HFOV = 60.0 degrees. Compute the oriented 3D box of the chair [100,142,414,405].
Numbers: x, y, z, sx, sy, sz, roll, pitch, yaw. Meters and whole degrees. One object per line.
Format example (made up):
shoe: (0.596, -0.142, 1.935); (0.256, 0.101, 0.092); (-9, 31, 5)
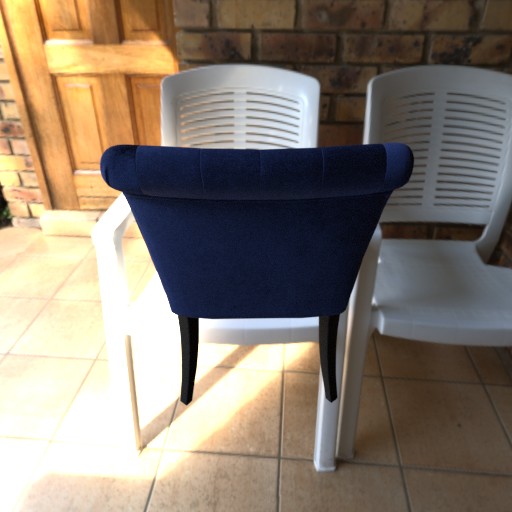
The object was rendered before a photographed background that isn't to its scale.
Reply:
chair: (0.000, 0.000, 1.210); (0.585, 0.753, 0.606); (-1, 31, -1)
